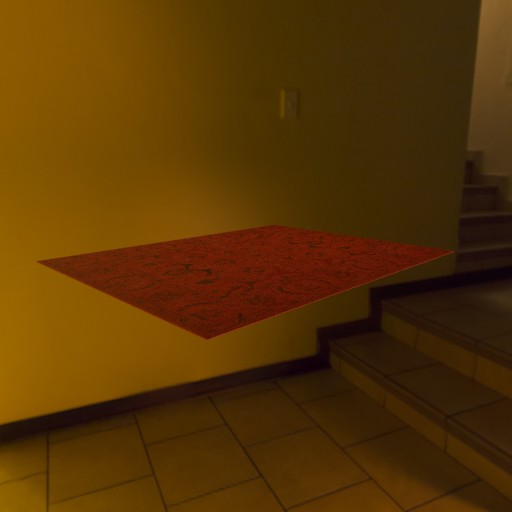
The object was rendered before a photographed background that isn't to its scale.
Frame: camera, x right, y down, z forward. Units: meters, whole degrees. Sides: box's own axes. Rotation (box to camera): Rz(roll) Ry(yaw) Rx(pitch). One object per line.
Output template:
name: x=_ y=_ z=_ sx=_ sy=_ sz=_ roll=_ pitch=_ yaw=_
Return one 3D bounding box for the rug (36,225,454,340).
rug: x=0.000 y=0.000 z=3.934 sx=2.929 sy=0.012 sz=2.300 roll=-12 pitch=17 yaw=-43
